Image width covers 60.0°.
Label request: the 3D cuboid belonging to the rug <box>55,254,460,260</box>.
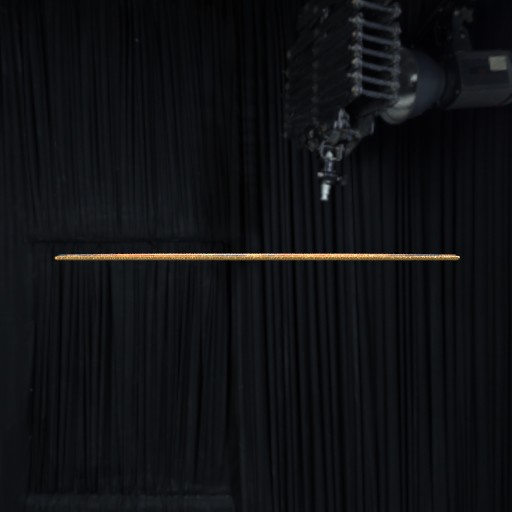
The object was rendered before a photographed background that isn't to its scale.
[{"bbox_3d":[0.000,0.000,4.176,2.435,0.031,3.040,0,0,0],"label":"rug"}]
